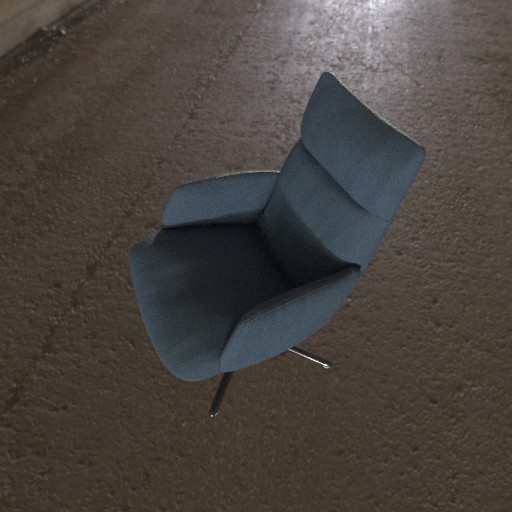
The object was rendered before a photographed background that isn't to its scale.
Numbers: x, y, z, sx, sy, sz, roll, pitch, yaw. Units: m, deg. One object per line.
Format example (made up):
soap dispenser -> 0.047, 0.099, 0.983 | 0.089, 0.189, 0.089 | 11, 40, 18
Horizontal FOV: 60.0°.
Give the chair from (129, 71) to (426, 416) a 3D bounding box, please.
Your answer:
chair -> 0.000, 0.000, 1.610 | 0.889, 1.016, 0.711 | -18, 49, -16
